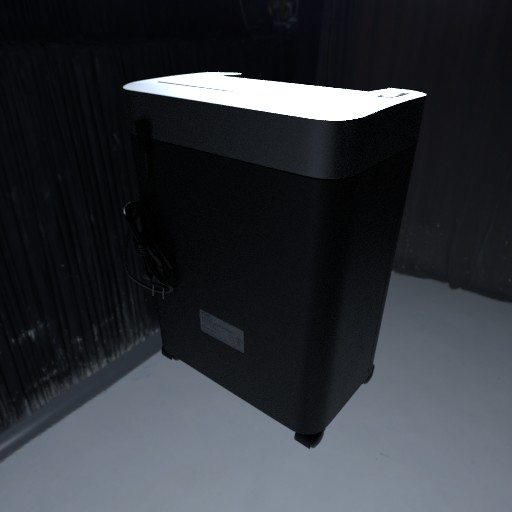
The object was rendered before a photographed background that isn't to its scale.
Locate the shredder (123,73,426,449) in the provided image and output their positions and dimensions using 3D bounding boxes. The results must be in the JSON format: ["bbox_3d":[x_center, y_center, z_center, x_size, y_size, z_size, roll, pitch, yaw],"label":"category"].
[{"bbox_3d":[0.000,0.000,0.582,0.311,0.419,0.237,21,35,33],"label":"shredder"}]
